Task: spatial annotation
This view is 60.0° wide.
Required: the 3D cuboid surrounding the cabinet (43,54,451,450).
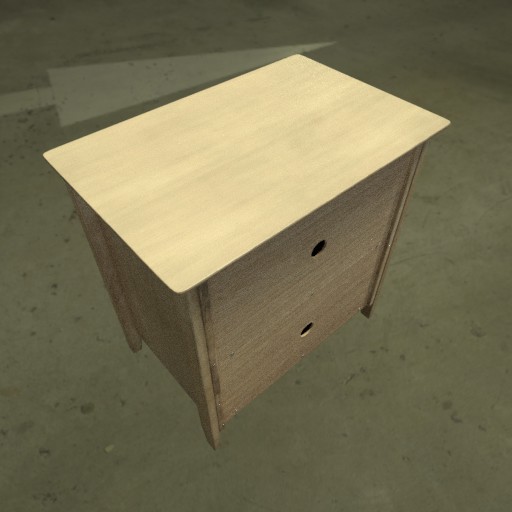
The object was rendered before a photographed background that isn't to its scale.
[{"bbox_3d":[0.000,0.000,1.248,0.763,0.762,0.503,-33,55,-27],"label":"cabinet"}]
